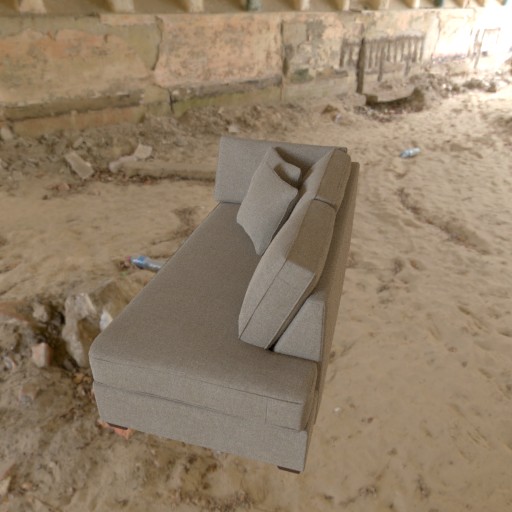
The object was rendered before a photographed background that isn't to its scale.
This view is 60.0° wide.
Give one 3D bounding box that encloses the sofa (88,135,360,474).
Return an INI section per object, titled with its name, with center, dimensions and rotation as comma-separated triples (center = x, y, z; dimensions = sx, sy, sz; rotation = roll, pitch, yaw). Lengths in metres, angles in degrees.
[sofa]
center = 0.000, 0.000, 2.823
dimensions = 1.110, 1.019, 2.238
rotation = 8, 31, 13
